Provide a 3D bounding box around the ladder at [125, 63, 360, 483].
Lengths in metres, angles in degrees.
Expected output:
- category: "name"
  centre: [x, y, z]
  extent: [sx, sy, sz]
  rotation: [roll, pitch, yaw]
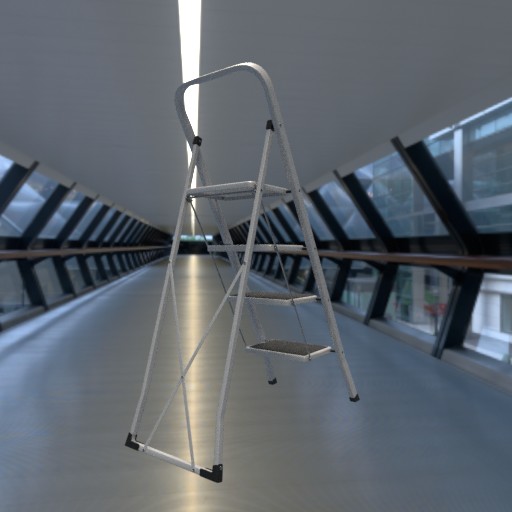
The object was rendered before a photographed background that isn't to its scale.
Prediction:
- category: "ladder"
  centre: [0.000, 0.000, 1.712]
  extent: [0.460, 1.265, 0.914]
  rotation: [0, 0, 36]
